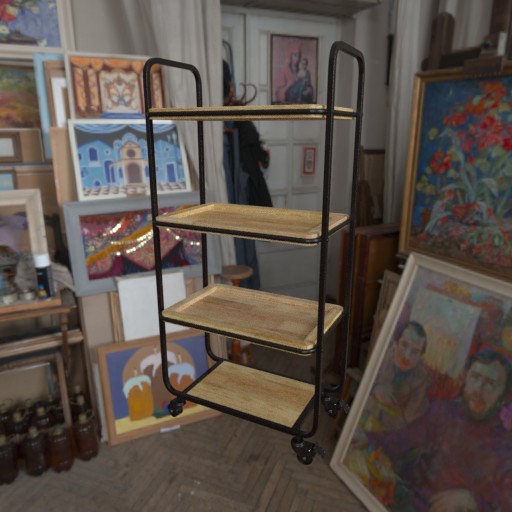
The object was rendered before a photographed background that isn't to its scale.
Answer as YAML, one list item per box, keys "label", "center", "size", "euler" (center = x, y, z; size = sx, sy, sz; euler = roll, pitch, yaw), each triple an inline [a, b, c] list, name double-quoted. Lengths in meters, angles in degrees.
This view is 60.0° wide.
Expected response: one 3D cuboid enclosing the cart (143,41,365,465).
- label: "cart"
  center: [0.000, 0.000, 1.291]
  size: [0.545, 1.080, 0.321]
  euler: [8, 18, 26]
